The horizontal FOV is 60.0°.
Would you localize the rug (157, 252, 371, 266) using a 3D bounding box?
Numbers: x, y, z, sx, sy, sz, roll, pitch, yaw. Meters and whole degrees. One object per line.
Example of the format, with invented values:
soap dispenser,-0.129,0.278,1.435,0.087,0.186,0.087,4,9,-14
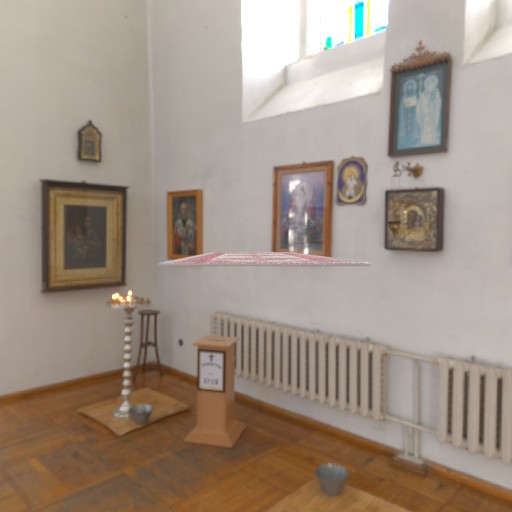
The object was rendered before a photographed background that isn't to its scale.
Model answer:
rug,0.000,0.000,2.506,0.666,0.011,2.294,0,1,-1
